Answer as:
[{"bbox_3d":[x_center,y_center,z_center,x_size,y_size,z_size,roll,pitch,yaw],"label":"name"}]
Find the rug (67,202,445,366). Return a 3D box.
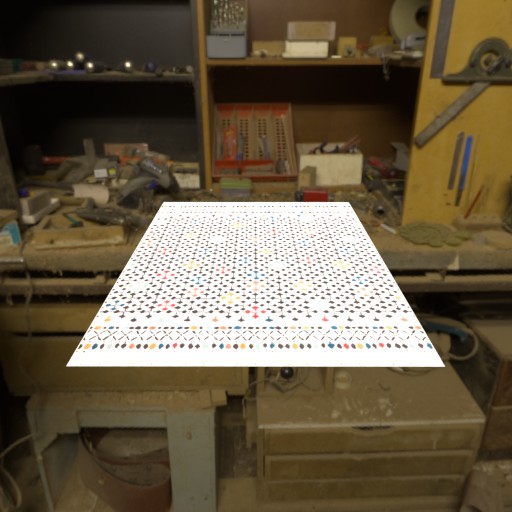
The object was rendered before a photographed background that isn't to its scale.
[{"bbox_3d":[0.000,0.000,4.198,2.354,0.007,3.196,0,25,0],"label":"rug"}]
